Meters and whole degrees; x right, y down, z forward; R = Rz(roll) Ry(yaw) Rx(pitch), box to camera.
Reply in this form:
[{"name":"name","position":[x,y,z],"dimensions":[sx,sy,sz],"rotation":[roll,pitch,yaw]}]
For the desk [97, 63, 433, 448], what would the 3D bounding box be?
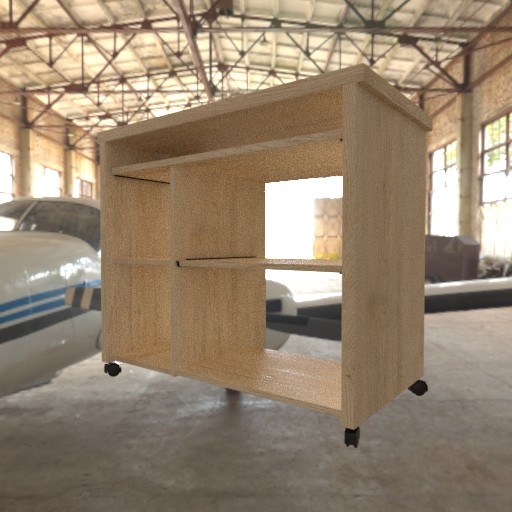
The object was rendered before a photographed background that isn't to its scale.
[{"name":"desk","position":[0.000,0.000,1.323],"dimensions":[0.885,0.770,0.480],"rotation":[1,2,37]}]
